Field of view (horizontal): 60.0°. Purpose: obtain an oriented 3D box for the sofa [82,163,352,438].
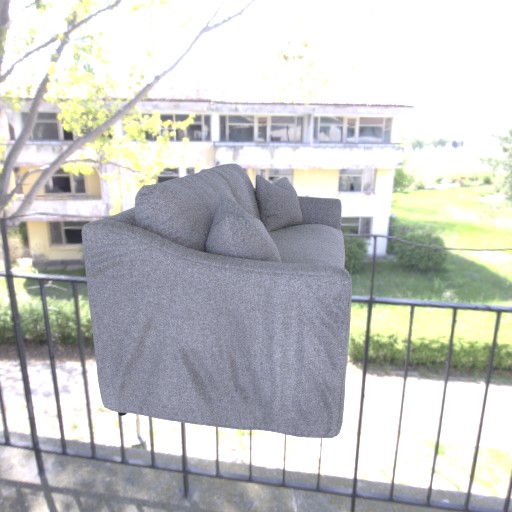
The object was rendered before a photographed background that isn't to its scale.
[{"bbox_3d":[0.000,0.000,2.653,1.072,1.018,2.010,3,16,9],"label":"sofa"}]
